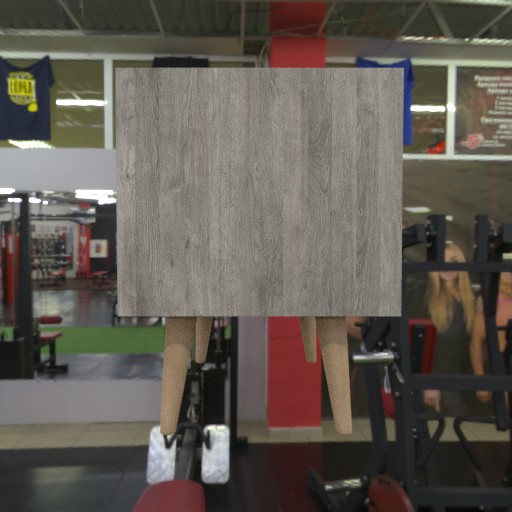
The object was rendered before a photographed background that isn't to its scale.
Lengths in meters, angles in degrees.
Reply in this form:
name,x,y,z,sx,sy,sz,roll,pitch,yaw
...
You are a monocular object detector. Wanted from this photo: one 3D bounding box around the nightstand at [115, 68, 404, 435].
name,x,y,z,sx,sy,sz,roll,pitch,yaw
nightstand,0.000,0.000,0.818,0.380,0.500,0.480,0,2,0
